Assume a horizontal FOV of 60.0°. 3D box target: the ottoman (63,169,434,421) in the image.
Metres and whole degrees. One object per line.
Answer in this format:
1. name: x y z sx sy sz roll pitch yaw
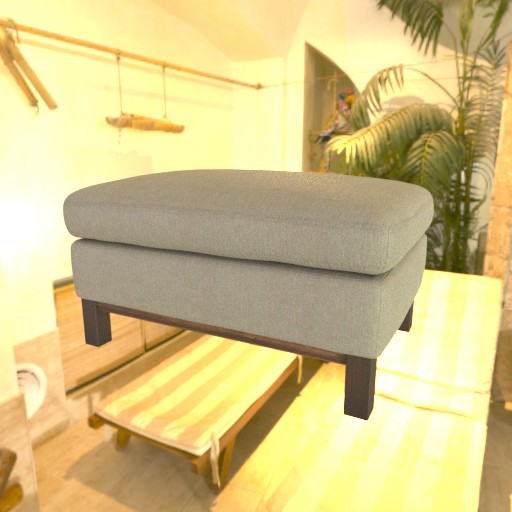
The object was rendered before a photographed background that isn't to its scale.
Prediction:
1. ottoman: 0.000 0.000 1.053 0.735 0.404 0.528 7 15 27
